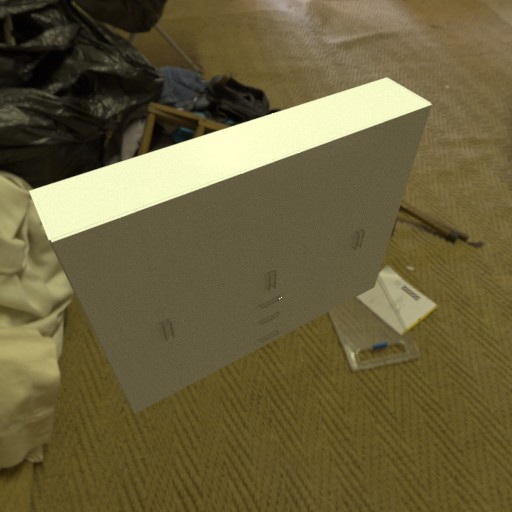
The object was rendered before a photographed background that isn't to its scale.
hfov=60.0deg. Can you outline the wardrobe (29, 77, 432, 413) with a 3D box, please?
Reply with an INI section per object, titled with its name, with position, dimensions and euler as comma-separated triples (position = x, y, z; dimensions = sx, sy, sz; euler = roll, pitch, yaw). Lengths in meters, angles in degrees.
[wardrobe]
position = 0.000, 0.000, 4.024
dimensions = 3.000, 2.360, 0.580
euler = -24, 52, -20
